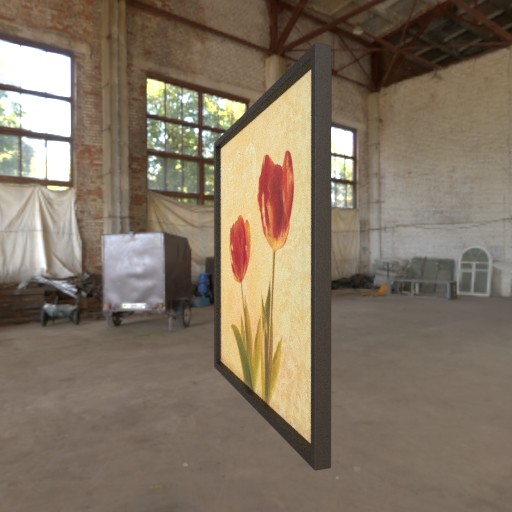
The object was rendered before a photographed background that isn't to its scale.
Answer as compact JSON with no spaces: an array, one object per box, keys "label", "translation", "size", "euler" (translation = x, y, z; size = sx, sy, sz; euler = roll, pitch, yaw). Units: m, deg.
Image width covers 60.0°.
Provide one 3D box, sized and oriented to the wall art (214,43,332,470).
[{"label":"wall art","translation":[0.000,0.000,1.221],"size":[0.043,0.807,0.805],"euler":[0,0,-19]}]
